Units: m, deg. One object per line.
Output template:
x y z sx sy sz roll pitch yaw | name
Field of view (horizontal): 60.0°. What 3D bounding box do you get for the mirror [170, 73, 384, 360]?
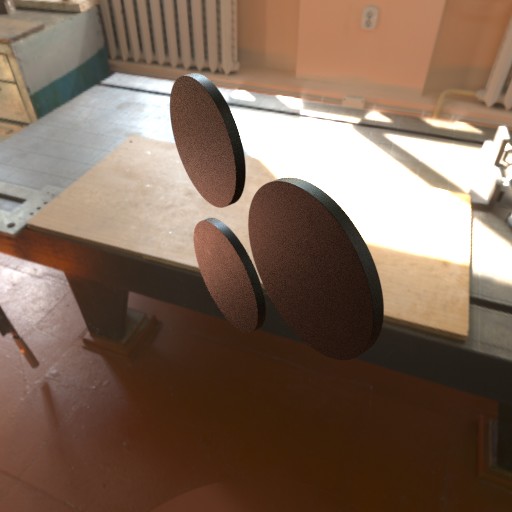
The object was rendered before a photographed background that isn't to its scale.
0.000 0.000 3.103 0.076 2.096 2.160 -25 47 -25 | mirror
